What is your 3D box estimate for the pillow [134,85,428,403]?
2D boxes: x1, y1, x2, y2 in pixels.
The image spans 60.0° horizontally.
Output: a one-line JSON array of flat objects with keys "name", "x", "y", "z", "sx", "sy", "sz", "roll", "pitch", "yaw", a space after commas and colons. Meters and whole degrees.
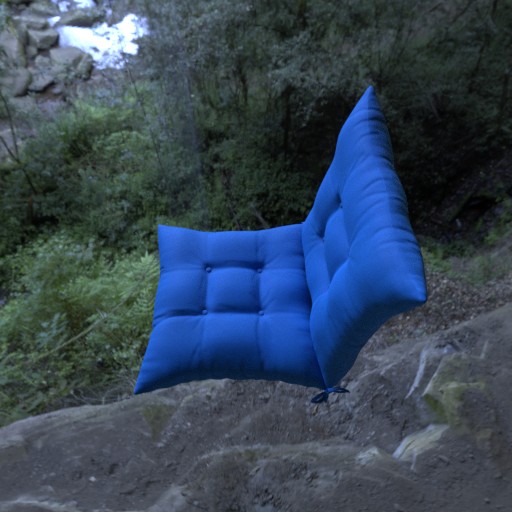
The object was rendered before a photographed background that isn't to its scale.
[{"name": "pillow", "x": 0.000, "y": 0.000, "z": 1.008, "sx": 0.585, "sy": 0.536, "sz": 0.541, "roll": -1, "pitch": 58, "yaw": 0}]
